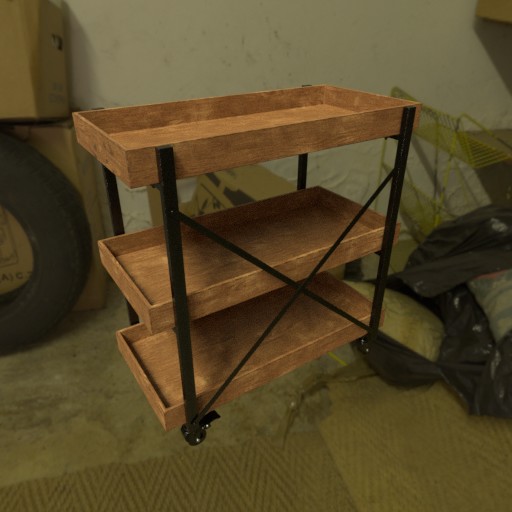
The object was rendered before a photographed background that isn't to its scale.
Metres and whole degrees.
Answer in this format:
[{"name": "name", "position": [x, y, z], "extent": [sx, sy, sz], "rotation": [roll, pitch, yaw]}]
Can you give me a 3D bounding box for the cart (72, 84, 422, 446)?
[{"name": "cart", "position": [0.000, 0.000, 1.238], "extent": [0.750, 0.800, 0.411], "rotation": [-18, 34, -29]}]
